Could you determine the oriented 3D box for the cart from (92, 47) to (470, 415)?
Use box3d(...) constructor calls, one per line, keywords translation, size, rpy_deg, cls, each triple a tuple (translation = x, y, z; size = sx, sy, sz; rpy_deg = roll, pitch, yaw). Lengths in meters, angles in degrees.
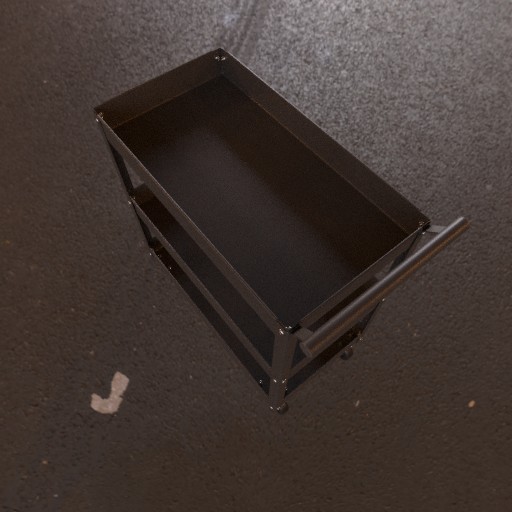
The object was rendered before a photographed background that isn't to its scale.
box3d(translation=(0.000, 0.000, 1.170), size=(0.366, 0.780, 0.719), rpy_deg=(-34, 65, -18), cls="cart")
